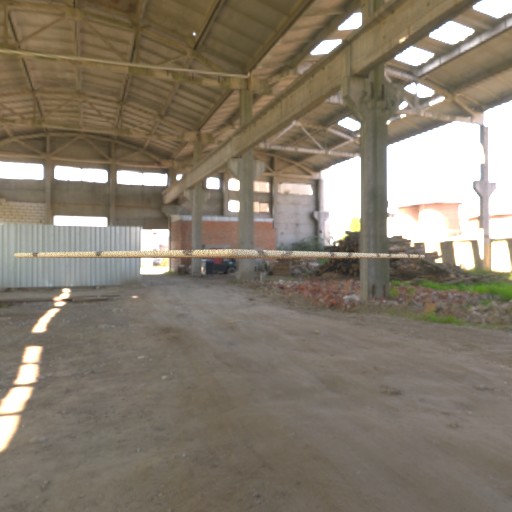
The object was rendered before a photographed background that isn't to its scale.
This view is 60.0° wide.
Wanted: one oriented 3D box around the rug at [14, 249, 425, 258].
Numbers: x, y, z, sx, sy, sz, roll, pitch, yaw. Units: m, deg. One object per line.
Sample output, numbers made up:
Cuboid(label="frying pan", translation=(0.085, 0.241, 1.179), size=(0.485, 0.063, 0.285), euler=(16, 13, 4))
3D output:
Cuboid(label="rug", translation=(0.000, 0.000, 2.869), size=(1.501, 0.024, 2.348), euler=(0, -1, 36))
